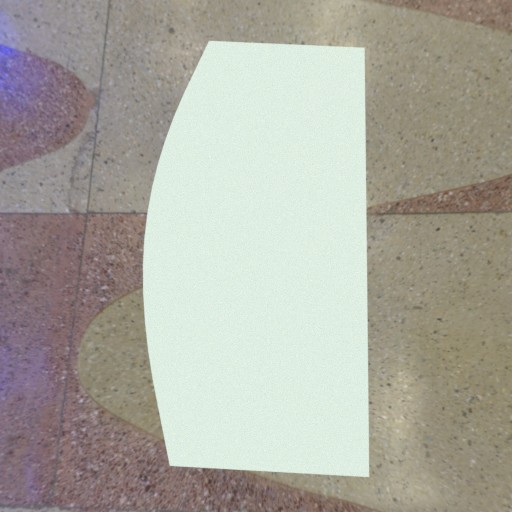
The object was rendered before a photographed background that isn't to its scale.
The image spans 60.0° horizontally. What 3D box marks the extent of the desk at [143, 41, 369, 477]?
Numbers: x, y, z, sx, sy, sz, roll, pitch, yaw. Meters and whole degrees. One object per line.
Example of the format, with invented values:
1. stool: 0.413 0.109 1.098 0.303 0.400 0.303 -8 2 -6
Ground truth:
1. desk: 0.000 0.000 1.971 0.802 0.750 1.600 3 76 1
